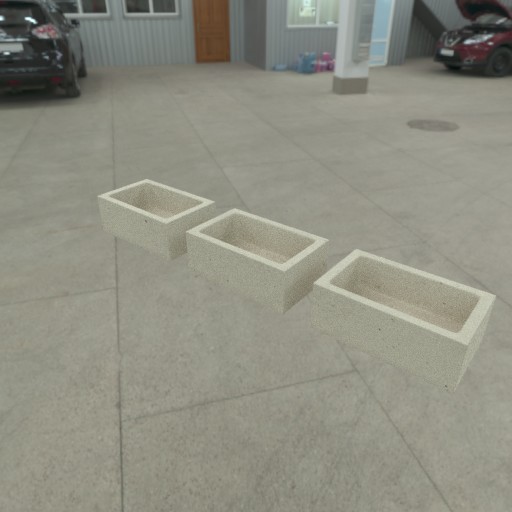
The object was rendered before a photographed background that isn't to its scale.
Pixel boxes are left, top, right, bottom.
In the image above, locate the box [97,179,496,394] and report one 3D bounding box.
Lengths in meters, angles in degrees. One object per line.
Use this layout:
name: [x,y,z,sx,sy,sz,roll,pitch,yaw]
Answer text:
box: [0.000,0.000,0.488,0.461,0.051,0.082,22,36,33]
